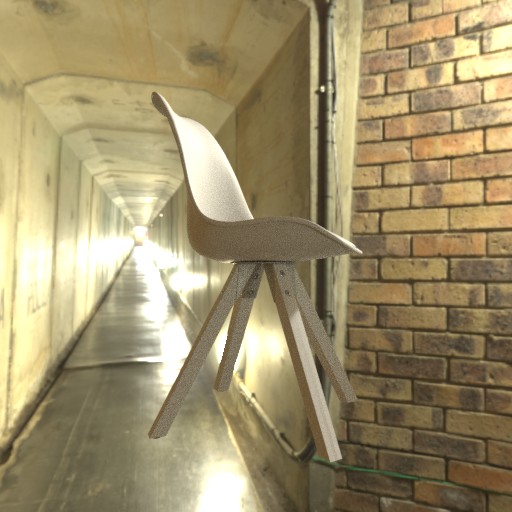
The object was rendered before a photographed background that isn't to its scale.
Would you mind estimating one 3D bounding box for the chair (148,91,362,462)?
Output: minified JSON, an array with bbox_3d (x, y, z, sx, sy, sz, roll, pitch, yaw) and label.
[{"bbox_3d":[0.000,0.000,1.179,0.550,0.850,0.485,0,-1,17],"label":"chair"}]
